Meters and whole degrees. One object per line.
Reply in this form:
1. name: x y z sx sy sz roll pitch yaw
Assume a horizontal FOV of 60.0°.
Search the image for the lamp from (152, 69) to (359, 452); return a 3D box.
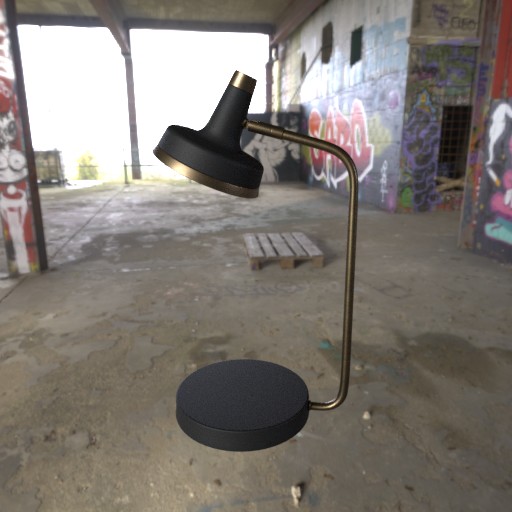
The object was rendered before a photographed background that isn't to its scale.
1. lamp: 0.000 0.000 0.491 0.218 0.385 0.162 3 15 10
